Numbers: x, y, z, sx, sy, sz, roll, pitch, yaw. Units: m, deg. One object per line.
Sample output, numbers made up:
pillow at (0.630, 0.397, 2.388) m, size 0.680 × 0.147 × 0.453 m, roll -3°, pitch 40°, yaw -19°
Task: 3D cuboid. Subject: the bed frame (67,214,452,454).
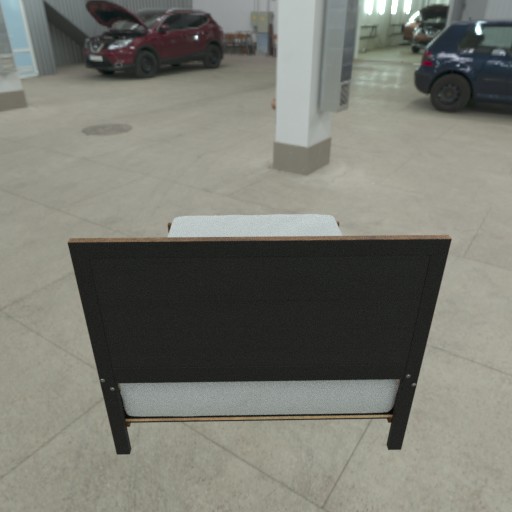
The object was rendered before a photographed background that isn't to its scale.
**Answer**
bed frame at (0.000, 0.000, 3.288) m, size 1.696 × 1.417 × 2.276 m, roll -1°, pitch 29°, yaw -1°
